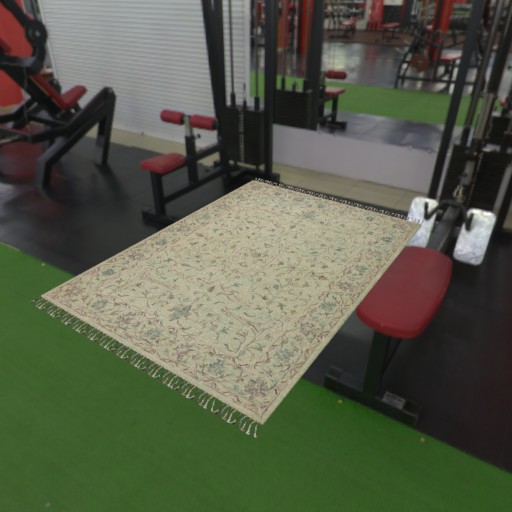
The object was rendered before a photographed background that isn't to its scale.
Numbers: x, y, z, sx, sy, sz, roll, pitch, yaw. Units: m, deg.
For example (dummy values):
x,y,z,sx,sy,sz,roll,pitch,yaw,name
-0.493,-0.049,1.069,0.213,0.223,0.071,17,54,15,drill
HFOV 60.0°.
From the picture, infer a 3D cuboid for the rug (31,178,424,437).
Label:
x,y,z,sx,sy,sz,roll,pitch,yaw,name
0.000,0.000,2.316,1.247,0.008,1.802,20,37,29,rug
